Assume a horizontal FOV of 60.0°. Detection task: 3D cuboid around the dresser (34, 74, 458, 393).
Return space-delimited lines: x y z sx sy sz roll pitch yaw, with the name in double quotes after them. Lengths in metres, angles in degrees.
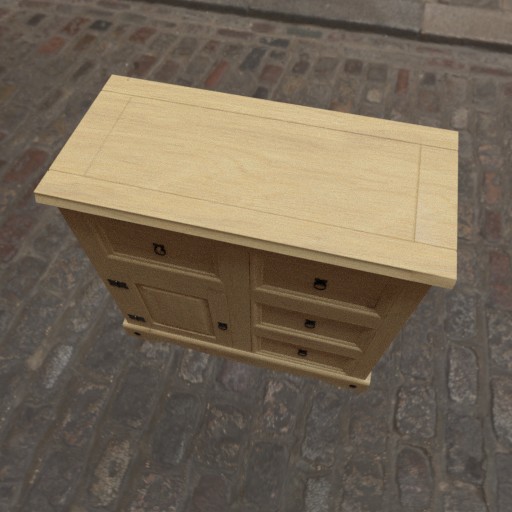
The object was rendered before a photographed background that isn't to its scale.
0.000 0.000 1.388 0.915 0.835 0.440 12 59 7 "dresser"
